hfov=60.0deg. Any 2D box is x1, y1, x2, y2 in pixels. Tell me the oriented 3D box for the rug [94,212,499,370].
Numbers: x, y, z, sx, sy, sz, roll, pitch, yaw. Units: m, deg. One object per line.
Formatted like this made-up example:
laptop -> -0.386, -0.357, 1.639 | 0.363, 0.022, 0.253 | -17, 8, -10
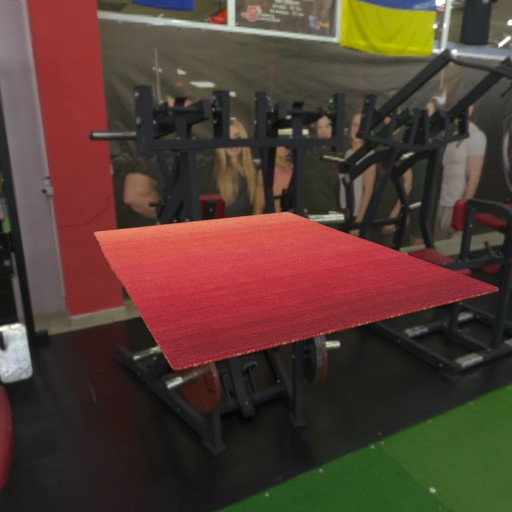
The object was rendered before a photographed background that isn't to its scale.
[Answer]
rug -> 0.000, 0.000, 3.813 | 2.340, 0.028, 2.905 | -8, 19, -25
